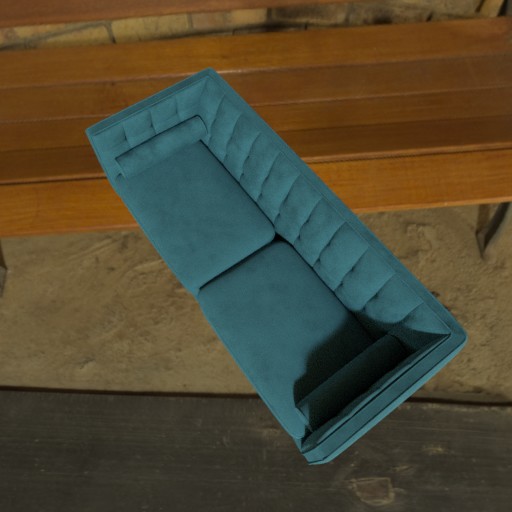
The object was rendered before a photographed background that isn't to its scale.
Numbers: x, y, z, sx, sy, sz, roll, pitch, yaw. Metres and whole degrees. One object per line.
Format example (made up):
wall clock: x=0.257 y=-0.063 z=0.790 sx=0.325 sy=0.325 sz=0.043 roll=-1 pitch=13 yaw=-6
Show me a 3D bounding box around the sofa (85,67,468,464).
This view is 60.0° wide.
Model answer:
sofa: x=0.000 y=0.000 z=2.514 sx=0.867 sy=0.789 sz=2.087 roll=-33 pitch=68 yaw=-15
